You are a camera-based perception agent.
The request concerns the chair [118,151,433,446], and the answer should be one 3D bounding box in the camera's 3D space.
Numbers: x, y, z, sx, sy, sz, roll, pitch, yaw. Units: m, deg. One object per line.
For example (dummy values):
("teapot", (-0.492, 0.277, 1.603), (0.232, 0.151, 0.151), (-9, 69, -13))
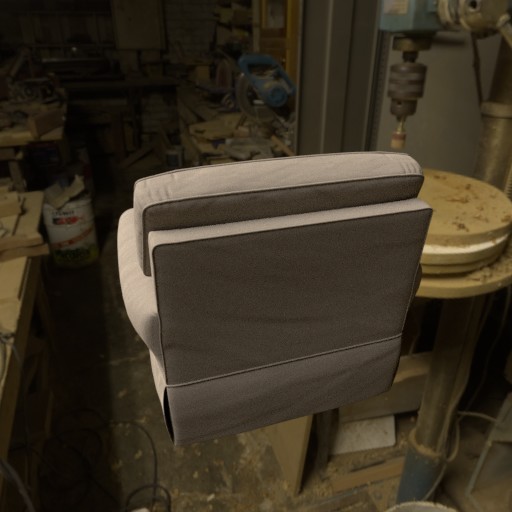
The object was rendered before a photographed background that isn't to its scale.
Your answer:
("chair", (0.000, 0.000, 1.918), (1.135, 1.017, 0.988), (-9, 29, -16))
